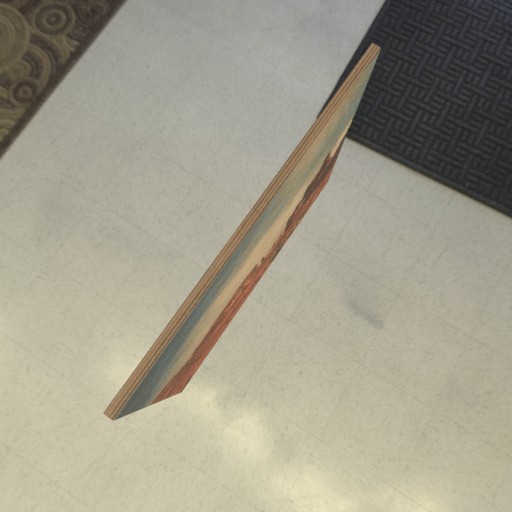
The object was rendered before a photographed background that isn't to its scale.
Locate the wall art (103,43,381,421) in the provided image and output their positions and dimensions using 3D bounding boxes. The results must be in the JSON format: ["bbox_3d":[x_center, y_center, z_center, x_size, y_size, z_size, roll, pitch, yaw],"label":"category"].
[{"bbox_3d":[0.000,0.000,0.676,0.013,0.406,0.508,34,79,8],"label":"wall art"}]
